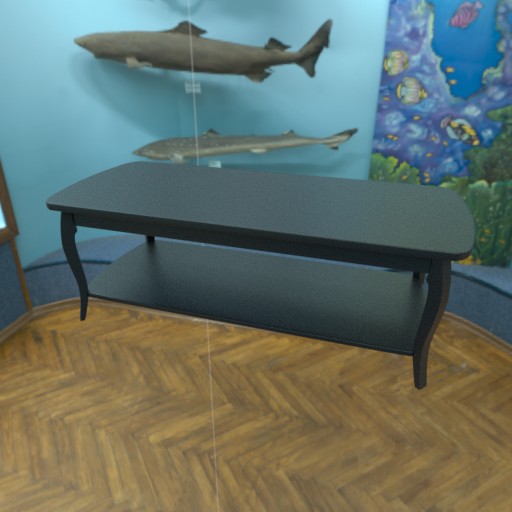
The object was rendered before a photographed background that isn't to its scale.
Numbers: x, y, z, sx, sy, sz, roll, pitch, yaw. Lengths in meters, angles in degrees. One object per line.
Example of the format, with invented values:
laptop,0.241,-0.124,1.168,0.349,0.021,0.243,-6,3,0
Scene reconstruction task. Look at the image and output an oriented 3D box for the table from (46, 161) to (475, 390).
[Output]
table,0.000,0.000,1.579,1.333,0.457,0.571,8,27,16
